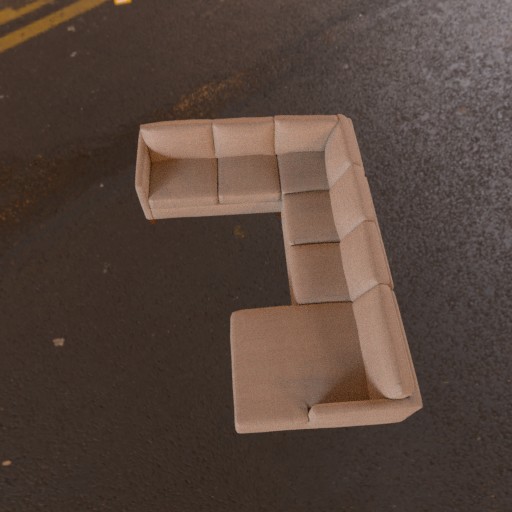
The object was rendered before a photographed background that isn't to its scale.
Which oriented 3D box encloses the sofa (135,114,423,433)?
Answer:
[{"bbox_3d":[0.000,0.000,4.710,2.594,0.961,3.460,-4,60,-2],"label":"sofa"}]
